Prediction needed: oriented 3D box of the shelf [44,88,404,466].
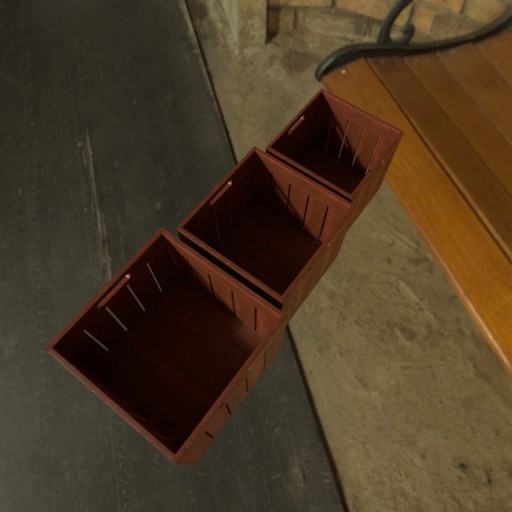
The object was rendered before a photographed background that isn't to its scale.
[{"bbox_3d":[0.000,0.000,1.271,0.393,0.311,1.064,34,69,15],"label":"shelf"}]
